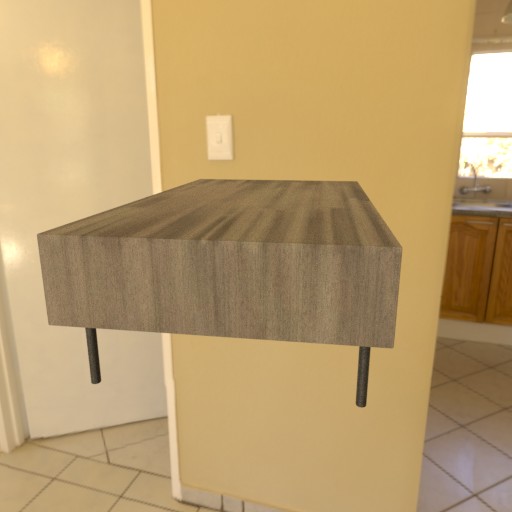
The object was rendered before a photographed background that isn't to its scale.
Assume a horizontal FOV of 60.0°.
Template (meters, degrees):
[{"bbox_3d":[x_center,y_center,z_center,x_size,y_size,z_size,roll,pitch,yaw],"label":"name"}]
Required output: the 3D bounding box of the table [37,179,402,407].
[{"bbox_3d":[0.000,0.000,1.319,0.643,0.347,1.088,2,15,8],"label":"table"}]
